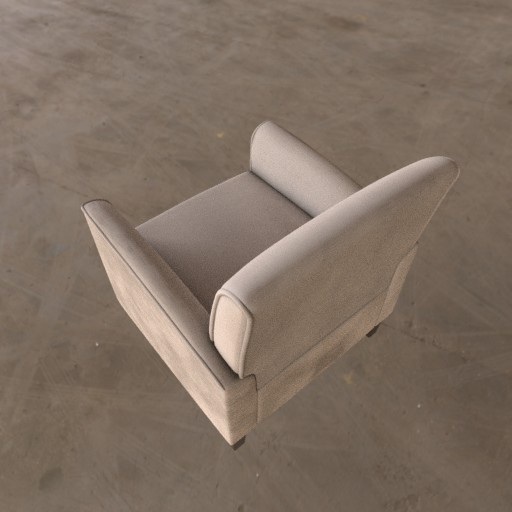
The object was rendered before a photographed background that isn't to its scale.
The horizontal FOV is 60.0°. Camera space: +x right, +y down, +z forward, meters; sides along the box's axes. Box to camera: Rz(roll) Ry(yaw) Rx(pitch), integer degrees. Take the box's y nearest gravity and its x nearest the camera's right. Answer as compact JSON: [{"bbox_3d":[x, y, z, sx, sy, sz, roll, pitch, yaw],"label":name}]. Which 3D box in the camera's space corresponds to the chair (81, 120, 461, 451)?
[{"bbox_3d":[0.000,0.000,1.527,0.820,0.915,0.821,-32,55,-26],"label":"chair"}]
